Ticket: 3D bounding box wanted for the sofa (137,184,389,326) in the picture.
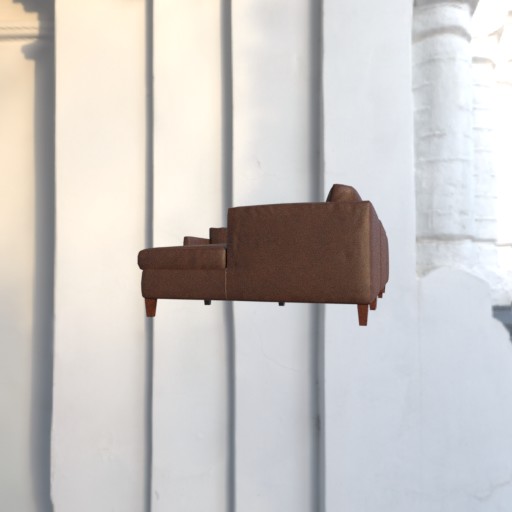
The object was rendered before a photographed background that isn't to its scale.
[{"bbox_3d":[0.000,0.000,4.640,2.593,0.923,3.460,0,-1,18],"label":"sofa"}]
